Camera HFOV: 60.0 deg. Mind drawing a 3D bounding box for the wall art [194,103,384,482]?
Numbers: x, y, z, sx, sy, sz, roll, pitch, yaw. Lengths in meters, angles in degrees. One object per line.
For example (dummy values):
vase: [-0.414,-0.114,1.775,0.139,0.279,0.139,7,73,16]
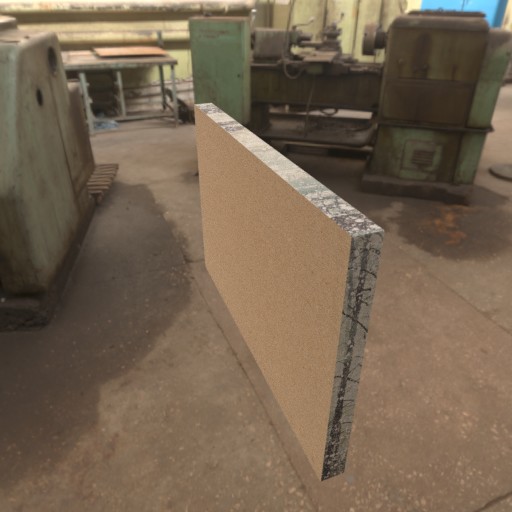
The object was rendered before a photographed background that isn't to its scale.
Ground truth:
wall art: [0.000,0.000,0.782,0.042,0.398,0.618,-11,33,-18]
